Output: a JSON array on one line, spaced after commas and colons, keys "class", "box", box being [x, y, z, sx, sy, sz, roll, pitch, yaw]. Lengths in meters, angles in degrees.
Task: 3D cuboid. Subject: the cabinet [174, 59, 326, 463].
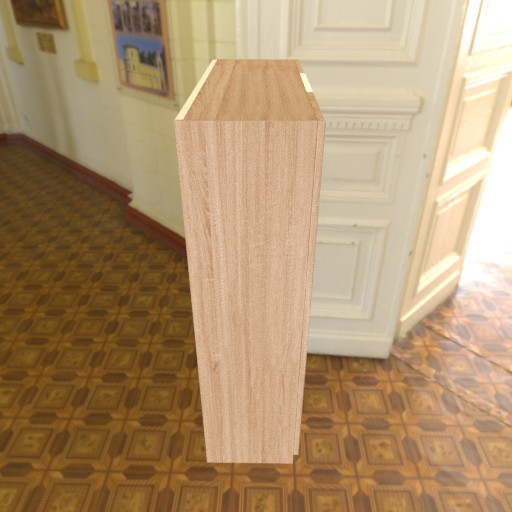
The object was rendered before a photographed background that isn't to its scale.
[{"class": "cabinet", "box": [0.000, 0.000, 2.846, 0.590, 2.120, 1.500, 0, 32, 1]}]
